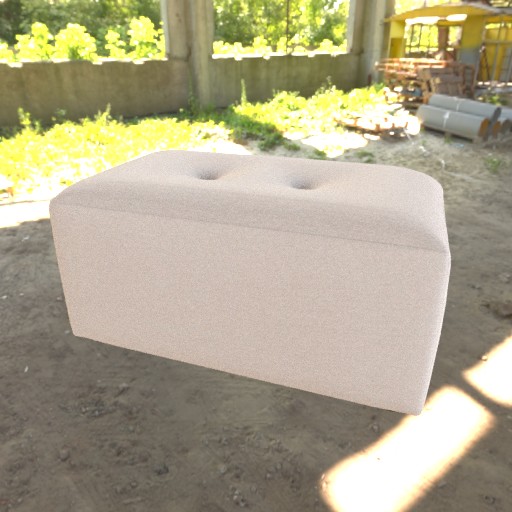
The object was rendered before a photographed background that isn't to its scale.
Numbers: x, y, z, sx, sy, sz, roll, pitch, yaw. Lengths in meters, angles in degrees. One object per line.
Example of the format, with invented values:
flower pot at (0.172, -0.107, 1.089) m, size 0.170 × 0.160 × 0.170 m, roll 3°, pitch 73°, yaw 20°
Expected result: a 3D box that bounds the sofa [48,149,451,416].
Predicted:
sofa at (0.000, 0.000, 1.202) m, size 0.930 × 0.470 × 0.480 m, roll 8°, pitch 27°, yaw 17°
